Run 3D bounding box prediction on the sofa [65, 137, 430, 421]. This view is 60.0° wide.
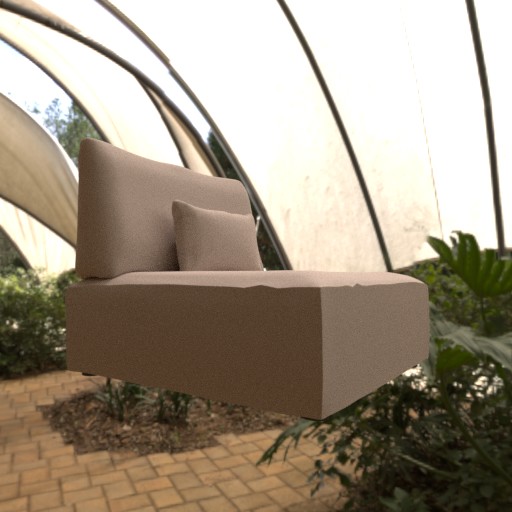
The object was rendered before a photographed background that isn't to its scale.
[{"bbox_3d":[0.000,0.000,1.644,1.000,0.828,0.935,-2,-3,35],"label":"sofa"}]
